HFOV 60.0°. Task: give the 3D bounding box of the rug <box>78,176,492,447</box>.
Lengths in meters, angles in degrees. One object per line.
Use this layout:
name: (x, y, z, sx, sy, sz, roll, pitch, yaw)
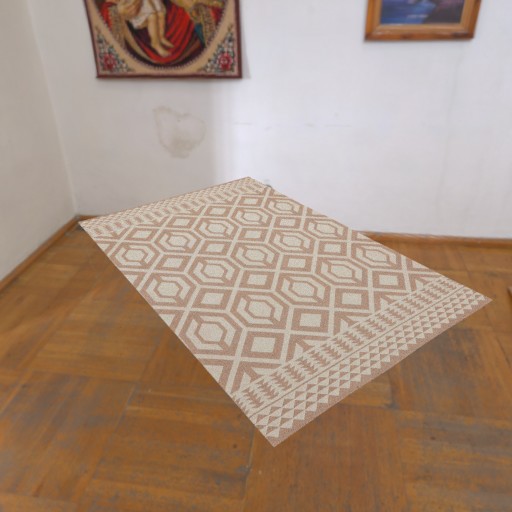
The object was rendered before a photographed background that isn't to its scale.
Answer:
rug: (0.000, 0.000, 2.257, 1.219, 0.008, 1.829, -21, 37, -31)
